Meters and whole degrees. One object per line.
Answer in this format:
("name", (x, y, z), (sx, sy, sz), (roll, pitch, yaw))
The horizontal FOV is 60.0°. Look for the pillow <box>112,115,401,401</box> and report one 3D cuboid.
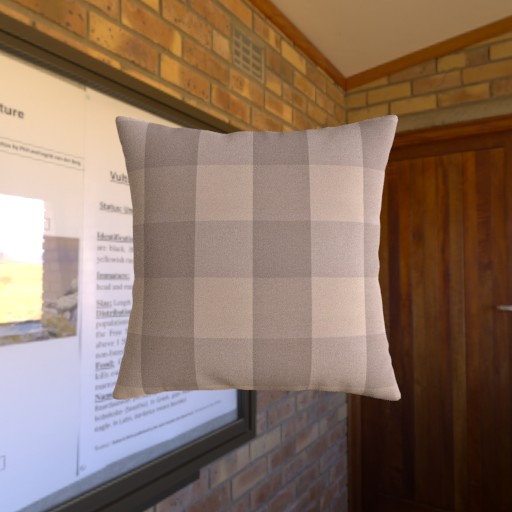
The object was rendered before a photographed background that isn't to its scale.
("pillow", (0.000, 0.000, 0.793), (0.511, 0.509, 0.161), (0, -2, 1))
